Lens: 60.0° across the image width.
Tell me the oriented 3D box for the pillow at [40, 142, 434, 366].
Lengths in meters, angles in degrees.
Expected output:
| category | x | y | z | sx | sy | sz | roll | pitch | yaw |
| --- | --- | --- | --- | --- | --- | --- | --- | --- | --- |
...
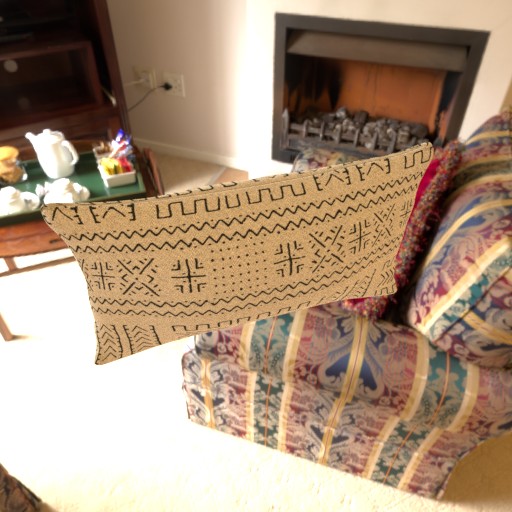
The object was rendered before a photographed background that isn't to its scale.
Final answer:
| category | x | y | z | sx | sy | sz | roll | pitch | yaw |
| --- | --- | --- | --- | --- | --- | --- | --- | --- | --- |
| pillow | 0.000 | 0.000 | 0.795 | 0.637 | 0.352 | 0.188 | -12 | 42 | -14 |
